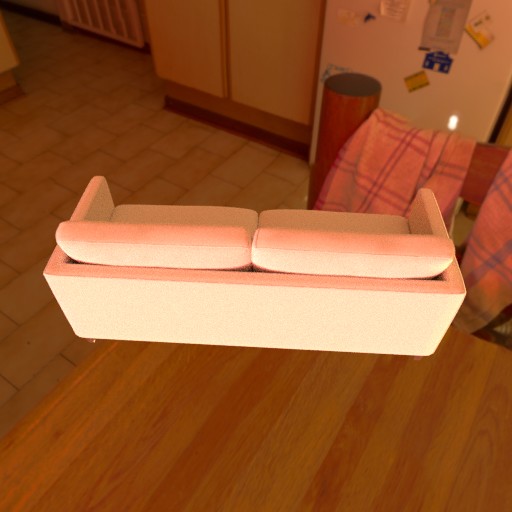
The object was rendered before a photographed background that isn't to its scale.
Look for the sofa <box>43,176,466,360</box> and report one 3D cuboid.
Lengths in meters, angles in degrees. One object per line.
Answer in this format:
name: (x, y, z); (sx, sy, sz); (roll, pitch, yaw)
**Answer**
sofa: (0.000, 0.000, 2.938); (2.361, 0.962, 0.951); (3, 47, 2)
